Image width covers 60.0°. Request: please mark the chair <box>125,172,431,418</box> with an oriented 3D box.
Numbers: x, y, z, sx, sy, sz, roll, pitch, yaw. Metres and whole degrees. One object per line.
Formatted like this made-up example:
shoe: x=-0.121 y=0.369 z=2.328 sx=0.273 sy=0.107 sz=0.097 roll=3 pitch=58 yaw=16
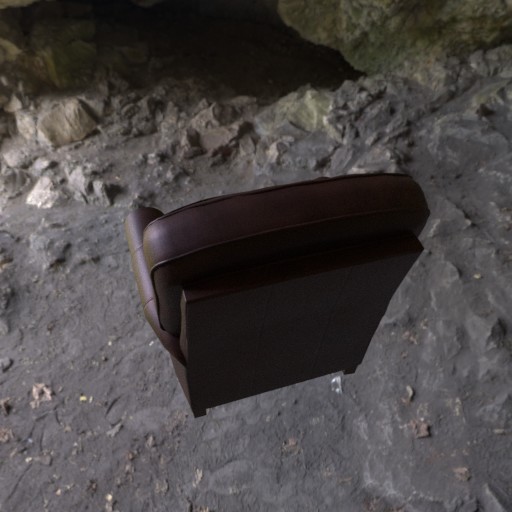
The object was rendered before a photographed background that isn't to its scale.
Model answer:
chair: x=0.000 y=0.000 z=1.733 sx=0.936 sy=1.018 sz=0.986 roll=-12 pitch=42 yaw=-13
